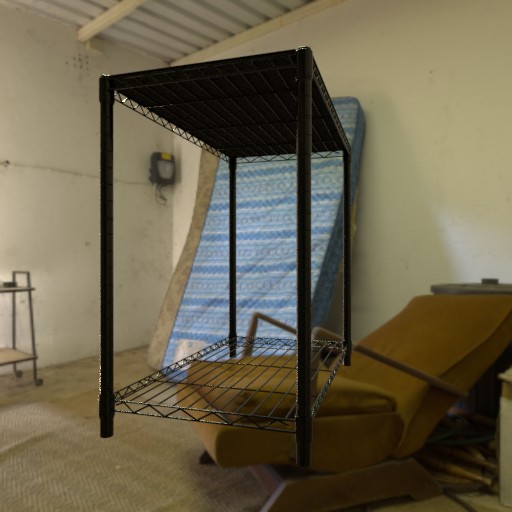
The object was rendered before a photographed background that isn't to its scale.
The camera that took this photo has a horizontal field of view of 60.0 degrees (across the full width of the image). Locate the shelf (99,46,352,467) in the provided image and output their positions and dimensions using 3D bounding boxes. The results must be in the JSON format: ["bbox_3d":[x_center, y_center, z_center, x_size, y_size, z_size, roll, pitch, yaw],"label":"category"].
[{"bbox_3d":[0.000,0.000,0.918,0.338,0.564,0.589,0,0,17],"label":"shelf"}]
